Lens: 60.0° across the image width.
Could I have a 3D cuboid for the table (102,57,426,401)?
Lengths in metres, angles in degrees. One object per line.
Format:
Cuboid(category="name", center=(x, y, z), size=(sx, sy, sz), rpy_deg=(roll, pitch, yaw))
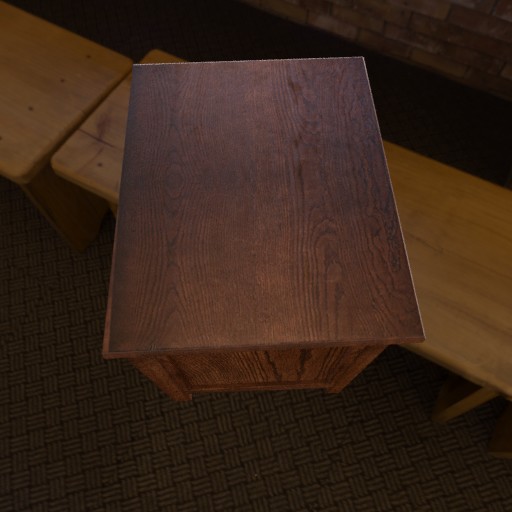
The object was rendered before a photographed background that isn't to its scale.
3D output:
Cuboid(category="table", center=(0.000, 0.000, 1.023), size=(0.461, 0.597, 0.586), rpy_deg=(-2, 64, -1))
